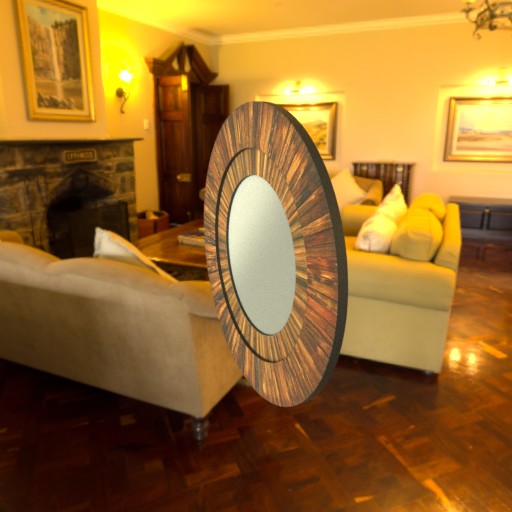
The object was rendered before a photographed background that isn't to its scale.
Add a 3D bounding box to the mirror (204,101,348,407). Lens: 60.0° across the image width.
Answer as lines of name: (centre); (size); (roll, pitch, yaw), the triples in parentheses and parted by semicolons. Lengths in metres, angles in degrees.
mirror: (0.000, 0.000, 1.634); (0.036, 1.077, 1.077); (-7, 17, -24)
